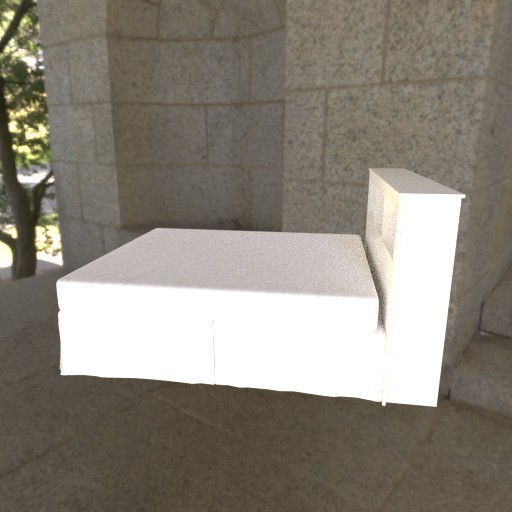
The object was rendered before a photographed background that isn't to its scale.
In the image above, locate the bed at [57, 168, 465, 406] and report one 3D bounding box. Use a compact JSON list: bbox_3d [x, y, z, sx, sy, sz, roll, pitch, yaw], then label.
[{"bbox_3d":[0.000,0.000,3.044,2.133,1.092,1.671,2,15,9],"label":"bed"}]
